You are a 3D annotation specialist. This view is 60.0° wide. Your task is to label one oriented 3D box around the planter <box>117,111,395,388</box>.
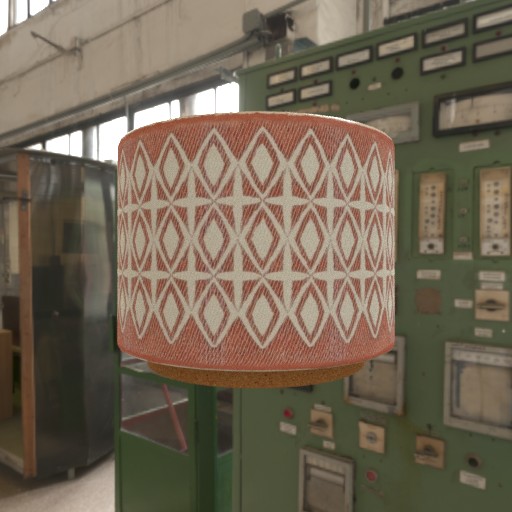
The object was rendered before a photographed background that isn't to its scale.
[{"bbox_3d":[0.000,0.000,0.322,0.192,0.148,0.192,0,0,0],"label":"planter"}]
